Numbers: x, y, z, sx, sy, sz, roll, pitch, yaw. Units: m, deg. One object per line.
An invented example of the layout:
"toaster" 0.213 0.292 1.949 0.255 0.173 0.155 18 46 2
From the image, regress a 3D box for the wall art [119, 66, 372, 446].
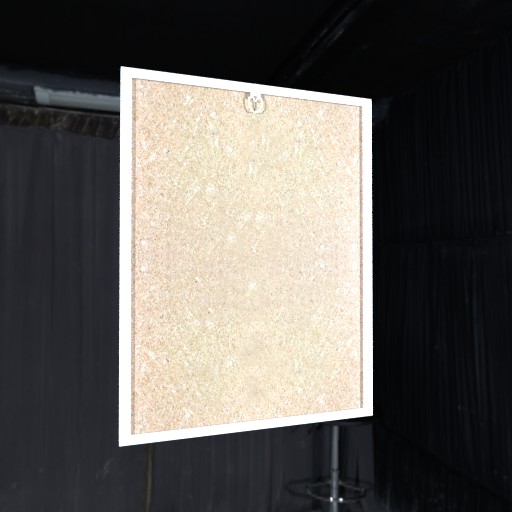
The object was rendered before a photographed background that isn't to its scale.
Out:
"wall art" 0.000 0.000 1.372 0.805 1.056 0.042 0 -1 -18
